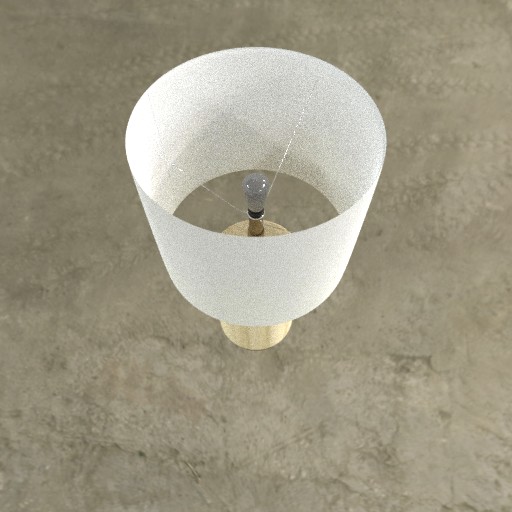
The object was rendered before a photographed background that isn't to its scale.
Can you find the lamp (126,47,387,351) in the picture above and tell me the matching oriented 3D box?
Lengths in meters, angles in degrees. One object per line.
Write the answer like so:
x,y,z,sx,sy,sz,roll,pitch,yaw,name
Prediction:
0.000,0.000,0.579,0.228,0.444,0.228,31,64,16,lamp
